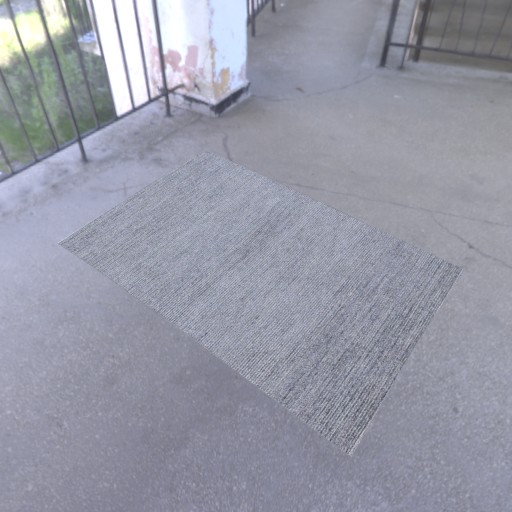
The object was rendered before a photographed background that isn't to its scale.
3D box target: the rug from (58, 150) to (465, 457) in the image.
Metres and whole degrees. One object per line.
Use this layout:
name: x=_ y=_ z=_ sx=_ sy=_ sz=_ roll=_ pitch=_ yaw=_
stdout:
rug: x=0.000 y=0.000 z=2.293 sx=1.789 sy=0.021 sz=1.159 roll=30 pitch=53 yaw=26
